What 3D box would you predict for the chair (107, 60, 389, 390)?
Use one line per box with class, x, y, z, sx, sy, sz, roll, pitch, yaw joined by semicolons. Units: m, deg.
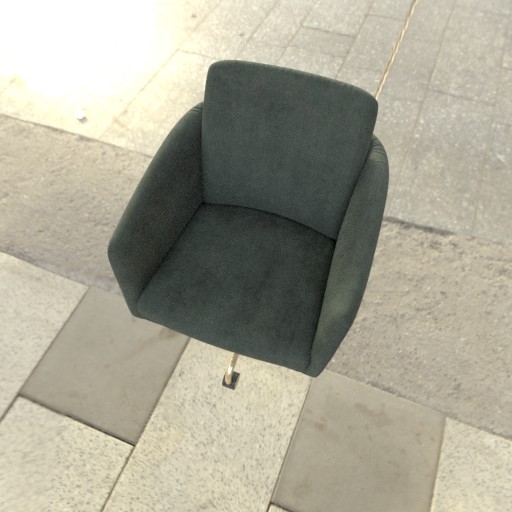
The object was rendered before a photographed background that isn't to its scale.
chair;0.000;0.000;1.350;0.641;0.908;0.635;17;59;11
